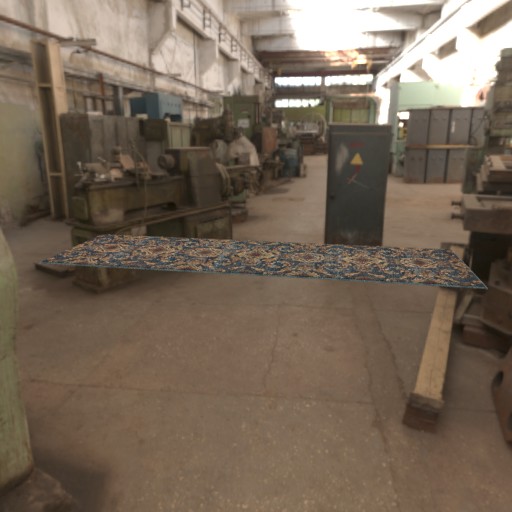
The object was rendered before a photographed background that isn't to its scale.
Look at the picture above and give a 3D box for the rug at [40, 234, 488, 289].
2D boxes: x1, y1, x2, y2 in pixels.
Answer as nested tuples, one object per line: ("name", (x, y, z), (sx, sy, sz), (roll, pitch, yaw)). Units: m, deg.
("rug", (0.000, 0.000, 2.558), (2.292, 0.014, 0.685), (3, 16, 10))
